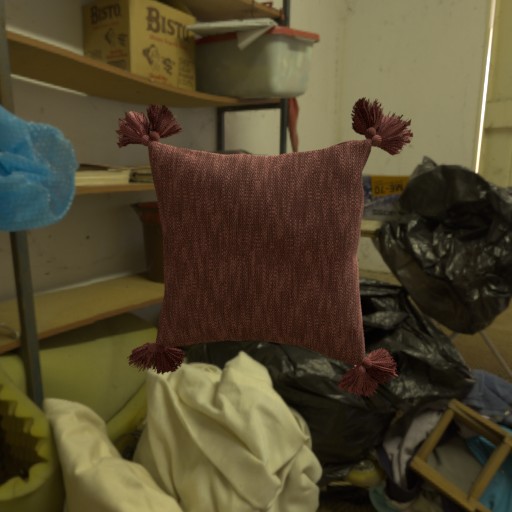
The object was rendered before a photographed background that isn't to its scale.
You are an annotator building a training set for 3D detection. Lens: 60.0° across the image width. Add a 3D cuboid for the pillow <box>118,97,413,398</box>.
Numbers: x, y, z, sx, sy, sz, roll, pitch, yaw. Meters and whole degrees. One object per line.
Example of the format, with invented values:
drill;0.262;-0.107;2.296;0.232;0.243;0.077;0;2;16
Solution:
pillow;0.000;0.000;0.968;0.641;0.659;0.138;2;13;9
